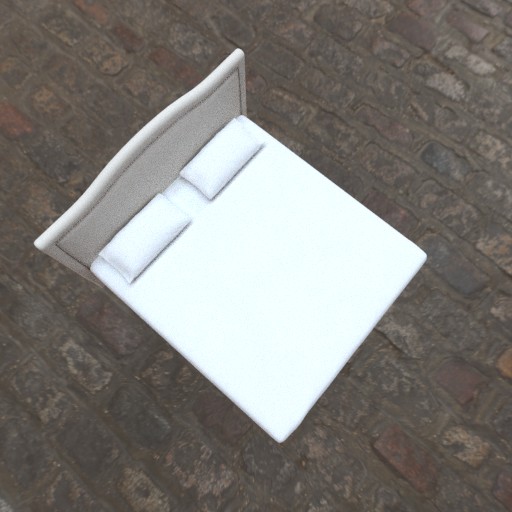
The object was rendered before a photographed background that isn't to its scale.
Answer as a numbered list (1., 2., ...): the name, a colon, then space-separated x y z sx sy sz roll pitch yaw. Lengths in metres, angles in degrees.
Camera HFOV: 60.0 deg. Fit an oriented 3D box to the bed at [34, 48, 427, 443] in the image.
1. bed: 0.000 0.000 3.557 2.182 1.421 2.083 40 78 10
